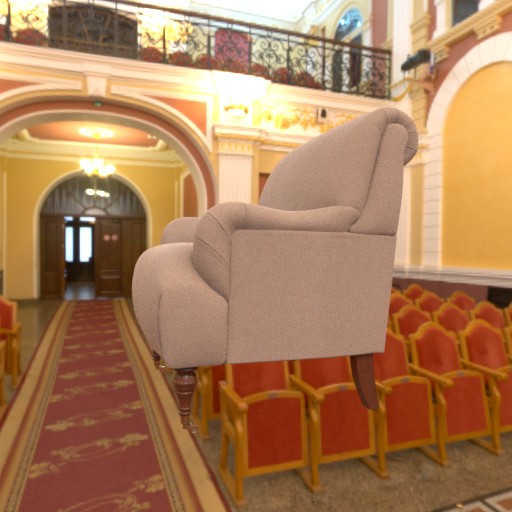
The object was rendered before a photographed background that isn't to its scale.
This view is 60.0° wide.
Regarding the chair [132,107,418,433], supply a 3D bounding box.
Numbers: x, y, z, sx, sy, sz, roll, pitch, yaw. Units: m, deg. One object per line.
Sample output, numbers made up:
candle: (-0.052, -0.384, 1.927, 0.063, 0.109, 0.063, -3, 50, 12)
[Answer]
chair: (0.000, 0.000, 1.578, 0.842, 0.942, 0.766, 0, 1, -19)
